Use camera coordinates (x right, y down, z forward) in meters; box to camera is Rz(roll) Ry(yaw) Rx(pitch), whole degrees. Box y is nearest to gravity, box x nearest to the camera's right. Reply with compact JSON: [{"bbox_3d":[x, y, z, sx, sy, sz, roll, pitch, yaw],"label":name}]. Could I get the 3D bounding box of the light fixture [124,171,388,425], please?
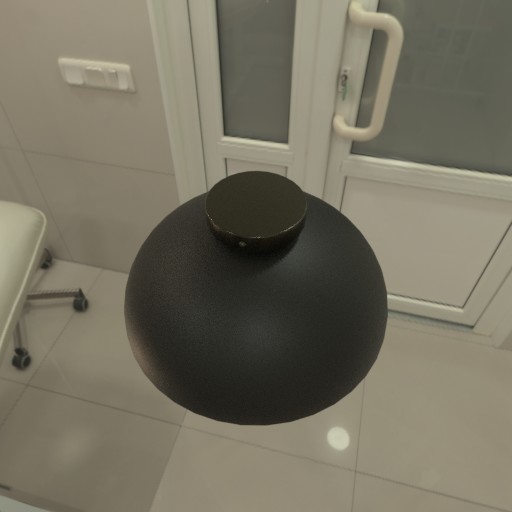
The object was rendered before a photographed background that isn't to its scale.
[{"bbox_3d":[0.000,0.000,0.552,0.355,0.177,0.355,0,47,0],"label":"light fixture"}]
